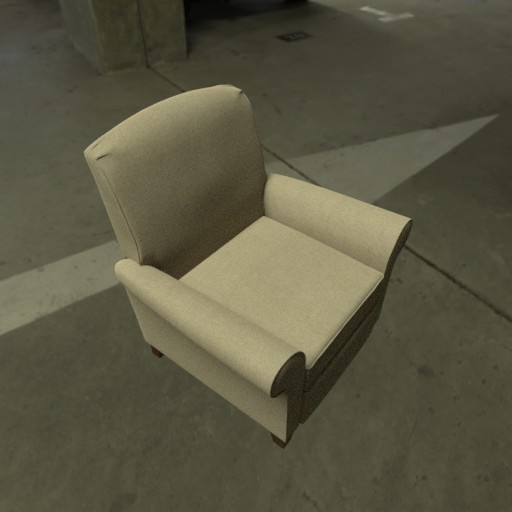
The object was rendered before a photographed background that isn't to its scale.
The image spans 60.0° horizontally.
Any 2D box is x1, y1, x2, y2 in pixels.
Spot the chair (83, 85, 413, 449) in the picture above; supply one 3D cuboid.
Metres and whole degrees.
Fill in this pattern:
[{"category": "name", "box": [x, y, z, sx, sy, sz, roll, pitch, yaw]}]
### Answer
[{"category": "chair", "box": [0.000, 0.000, 1.767, 0.905, 1.061, 0.978, 27, 48, 28]}]
